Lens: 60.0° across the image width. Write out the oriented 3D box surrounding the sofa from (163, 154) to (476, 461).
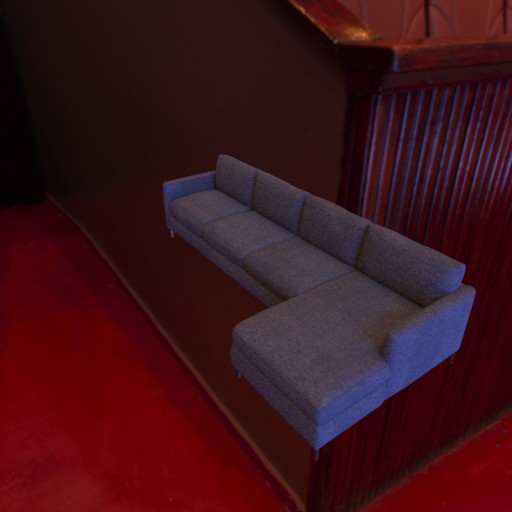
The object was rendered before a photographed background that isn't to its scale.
[{"bbox_3d":[0.000,0.000,3.529,1.350,0.810,2.932,-20,35,-30],"label":"sofa"}]
